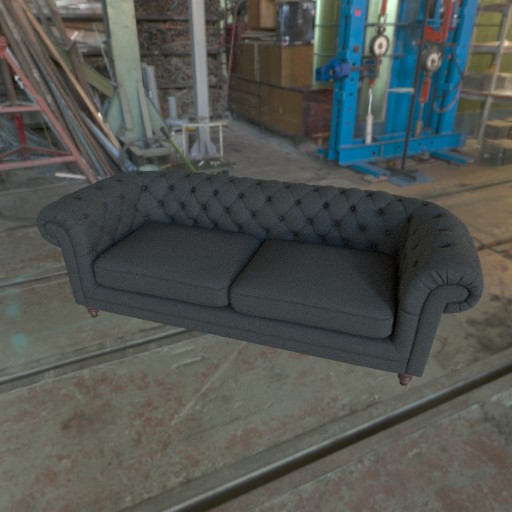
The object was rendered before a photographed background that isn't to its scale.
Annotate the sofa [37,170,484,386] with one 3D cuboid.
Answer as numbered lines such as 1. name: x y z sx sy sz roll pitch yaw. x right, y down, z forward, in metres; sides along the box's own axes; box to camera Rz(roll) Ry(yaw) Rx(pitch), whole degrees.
1. sofa: 0.000 0.000 2.711 2.362 0.762 0.991 9 29 16
